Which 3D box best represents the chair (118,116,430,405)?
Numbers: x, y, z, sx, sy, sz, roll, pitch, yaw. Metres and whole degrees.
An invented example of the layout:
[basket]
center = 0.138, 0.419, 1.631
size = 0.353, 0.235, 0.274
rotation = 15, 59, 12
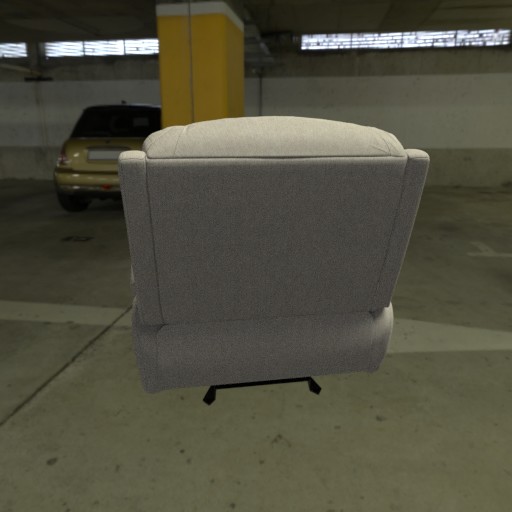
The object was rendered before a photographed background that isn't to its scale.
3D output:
[chair]
center = 0.000, 0.000, 1.715
size = 0.930, 1.011, 0.899
rotation = -3, 16, -9
